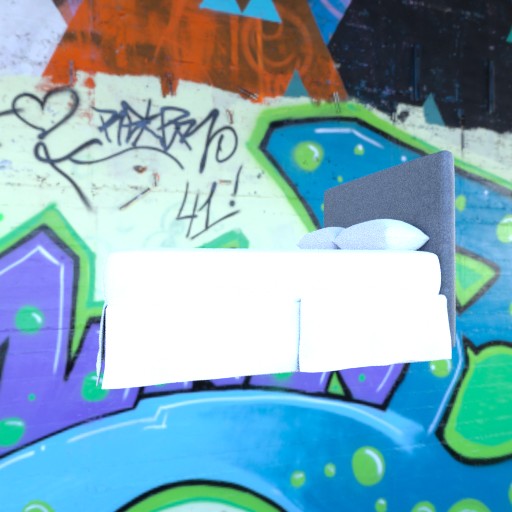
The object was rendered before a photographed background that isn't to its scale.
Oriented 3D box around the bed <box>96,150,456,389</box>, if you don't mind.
[{"bbox_3d":[0.000,0.000,3.195,2.142,1.330,1.723,0,-1,-18],"label":"bed"}]
